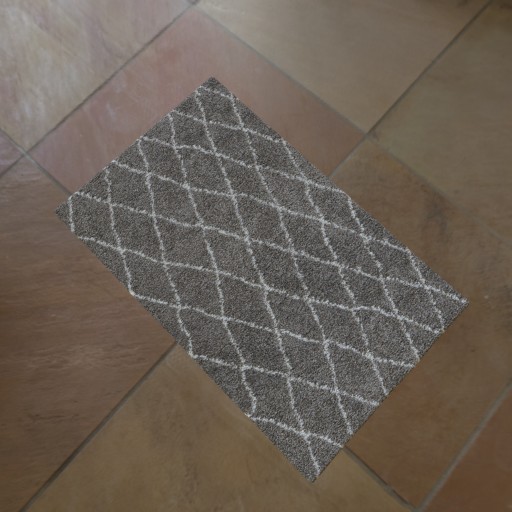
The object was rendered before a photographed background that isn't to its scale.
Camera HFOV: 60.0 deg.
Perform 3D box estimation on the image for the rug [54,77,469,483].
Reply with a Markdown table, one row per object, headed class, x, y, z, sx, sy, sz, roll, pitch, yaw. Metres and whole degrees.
| class | x | y | z | sx | sy | sz | roll | pitch | yaw |
| --- | --- | --- | --- | --- | --- | --- | --- | --- | --- |
| rug | 0.000 | 0.000 | 2.980 | 2.438 | 0.030 | 1.524 | 44 | 79 | 10 |
